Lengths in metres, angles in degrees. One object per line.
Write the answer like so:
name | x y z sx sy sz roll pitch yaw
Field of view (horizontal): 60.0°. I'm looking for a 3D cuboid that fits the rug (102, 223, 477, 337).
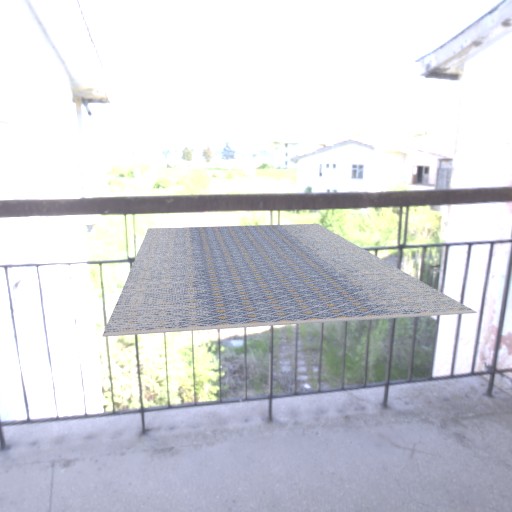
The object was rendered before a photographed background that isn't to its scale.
rug | 0.000 0.000 2.281 1.219 0.005 1.828 -2 14 -9
